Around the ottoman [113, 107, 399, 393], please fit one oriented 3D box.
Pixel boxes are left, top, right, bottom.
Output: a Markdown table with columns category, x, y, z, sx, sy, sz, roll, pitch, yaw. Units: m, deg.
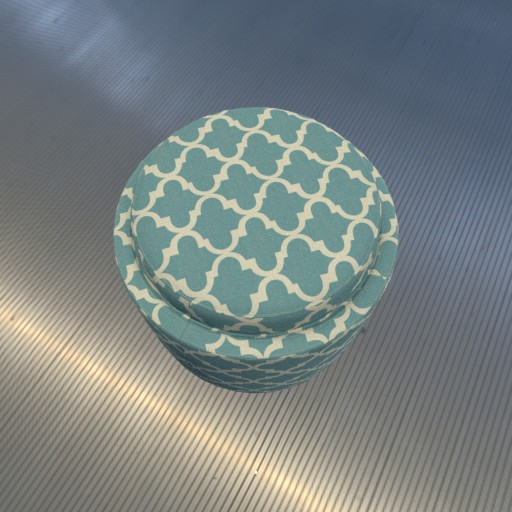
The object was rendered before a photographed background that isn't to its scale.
| category | x | y | z | sx | sy | sz | roll | pitch | yaw |
| --- | --- | --- | --- | --- | --- | --- | --- | --- | --- |
| ottoman | 0.000 | 0.000 | 0.865 | 0.480 | 0.429 | 0.480 | 0 | 64 | 0 |
